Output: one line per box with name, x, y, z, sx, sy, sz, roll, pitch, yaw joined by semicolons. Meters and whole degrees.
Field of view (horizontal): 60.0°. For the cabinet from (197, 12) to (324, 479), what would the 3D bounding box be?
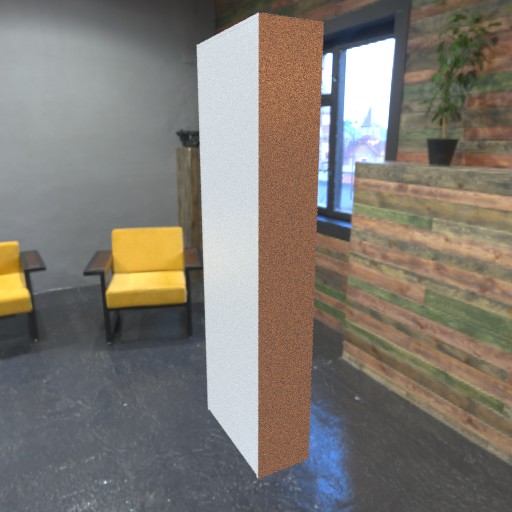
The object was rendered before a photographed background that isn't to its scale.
cabinet;0.000;0.000;1.788;0.255;1.630;0.520;-8;16;-27
